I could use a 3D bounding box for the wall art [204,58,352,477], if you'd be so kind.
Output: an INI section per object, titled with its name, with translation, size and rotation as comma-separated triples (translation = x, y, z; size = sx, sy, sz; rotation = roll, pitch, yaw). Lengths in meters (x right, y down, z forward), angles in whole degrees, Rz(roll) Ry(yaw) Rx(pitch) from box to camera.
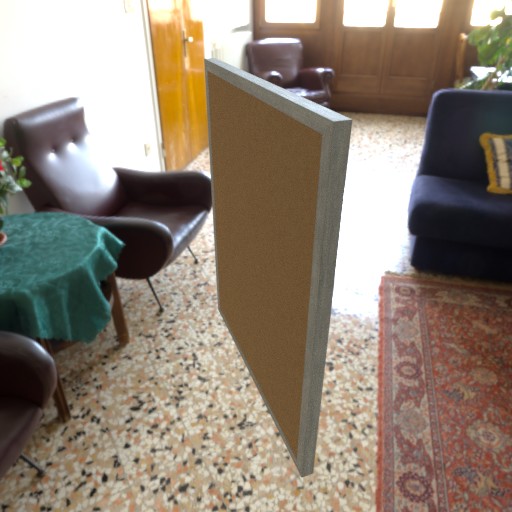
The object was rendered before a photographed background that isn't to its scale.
[wall art]
translation = 0.000, 0.000, 0.777
size = 0.022, 0.582, 0.479
rotation = -11, 33, -18
